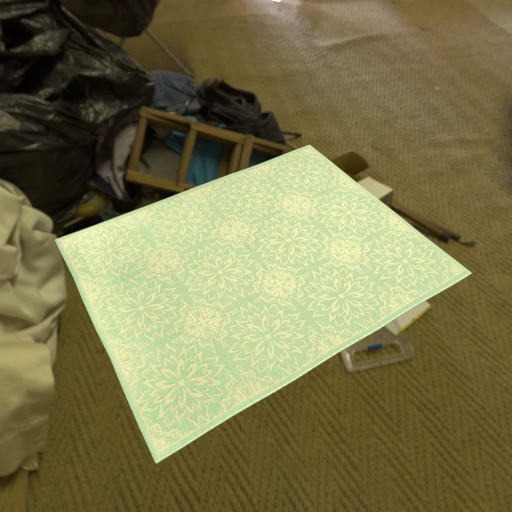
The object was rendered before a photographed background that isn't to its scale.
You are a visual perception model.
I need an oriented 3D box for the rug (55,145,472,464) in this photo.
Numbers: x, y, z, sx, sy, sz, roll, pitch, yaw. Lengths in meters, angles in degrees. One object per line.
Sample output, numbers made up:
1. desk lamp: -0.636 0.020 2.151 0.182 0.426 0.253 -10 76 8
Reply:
1. rug: 0.000 0.000 4.017 2.980 0.012 2.363 -25 52 -21
